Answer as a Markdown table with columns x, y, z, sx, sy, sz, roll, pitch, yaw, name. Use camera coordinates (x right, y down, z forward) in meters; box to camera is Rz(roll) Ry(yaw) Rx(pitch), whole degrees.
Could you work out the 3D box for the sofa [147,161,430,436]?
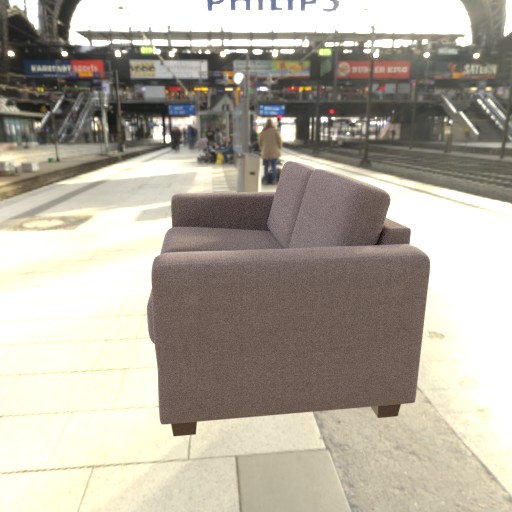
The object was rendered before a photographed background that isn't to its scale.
| x | y | z | sx | sy | sz | roll | pitch | yaw | name |
| --- | --- | --- | --- | --- | --- | --- | --- | --- | --- |
| 0.000 | 0.000 | 2.064 | 0.900 | 0.800 | 1.520 | -2 | 16 | -8 | sofa |
